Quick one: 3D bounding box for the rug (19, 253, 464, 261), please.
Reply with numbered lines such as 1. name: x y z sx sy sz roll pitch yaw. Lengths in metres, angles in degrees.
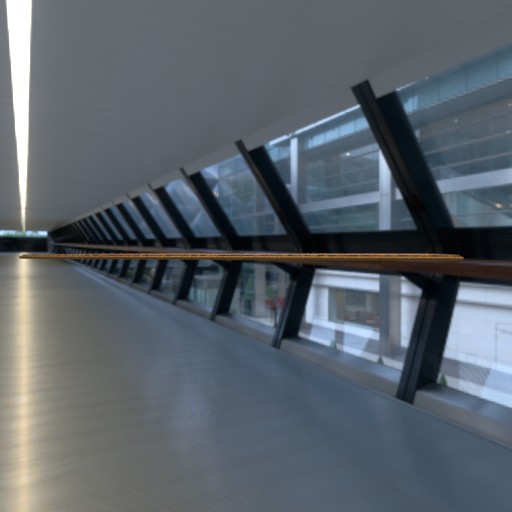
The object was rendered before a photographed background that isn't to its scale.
1. rug: 0.000 0.000 2.837 2.204 0.024 1.588 0 0 17
